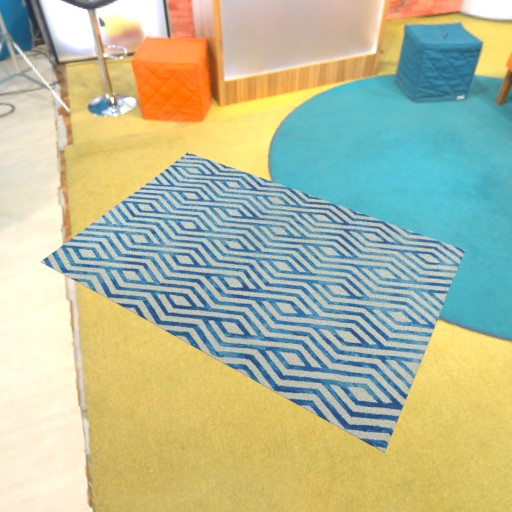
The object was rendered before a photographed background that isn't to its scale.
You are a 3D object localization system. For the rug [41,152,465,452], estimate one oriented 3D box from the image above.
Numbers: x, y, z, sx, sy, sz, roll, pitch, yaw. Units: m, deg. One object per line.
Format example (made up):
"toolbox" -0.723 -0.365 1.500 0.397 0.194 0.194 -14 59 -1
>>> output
"rug" 0.000 0.000 2.294 1.830 0.008 1.225 23 49 22
